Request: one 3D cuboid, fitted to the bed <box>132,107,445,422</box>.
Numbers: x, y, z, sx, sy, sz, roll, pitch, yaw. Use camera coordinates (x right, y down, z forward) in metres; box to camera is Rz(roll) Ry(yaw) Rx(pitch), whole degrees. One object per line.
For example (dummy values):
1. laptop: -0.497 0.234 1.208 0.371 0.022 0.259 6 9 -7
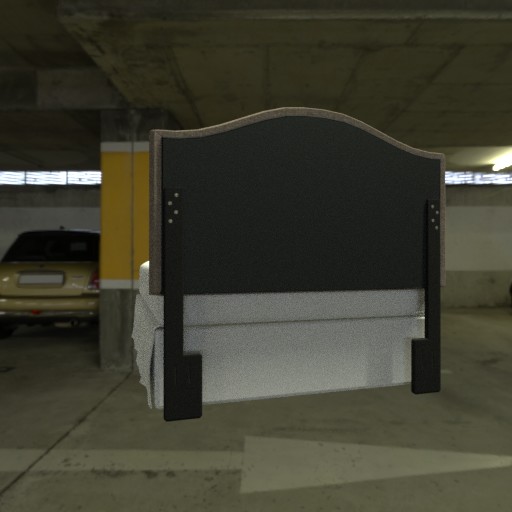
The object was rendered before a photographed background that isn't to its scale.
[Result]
1. bed: 0.000 0.000 3.275 1.713 1.518 2.153 0 0 -17
